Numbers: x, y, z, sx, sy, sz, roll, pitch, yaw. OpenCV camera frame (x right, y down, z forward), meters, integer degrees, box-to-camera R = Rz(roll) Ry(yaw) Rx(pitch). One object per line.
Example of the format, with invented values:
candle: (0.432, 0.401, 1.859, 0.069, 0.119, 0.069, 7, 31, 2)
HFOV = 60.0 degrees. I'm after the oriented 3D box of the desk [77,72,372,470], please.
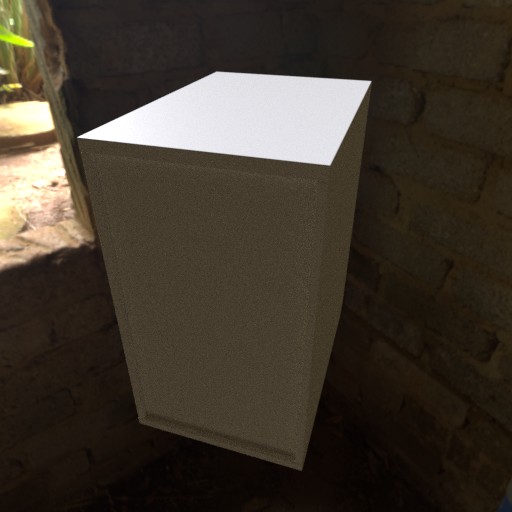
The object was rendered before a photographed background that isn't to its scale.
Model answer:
desk: (0.000, 0.000, 1.087, 0.404, 0.730, 0.600, 10, 34, 15)
